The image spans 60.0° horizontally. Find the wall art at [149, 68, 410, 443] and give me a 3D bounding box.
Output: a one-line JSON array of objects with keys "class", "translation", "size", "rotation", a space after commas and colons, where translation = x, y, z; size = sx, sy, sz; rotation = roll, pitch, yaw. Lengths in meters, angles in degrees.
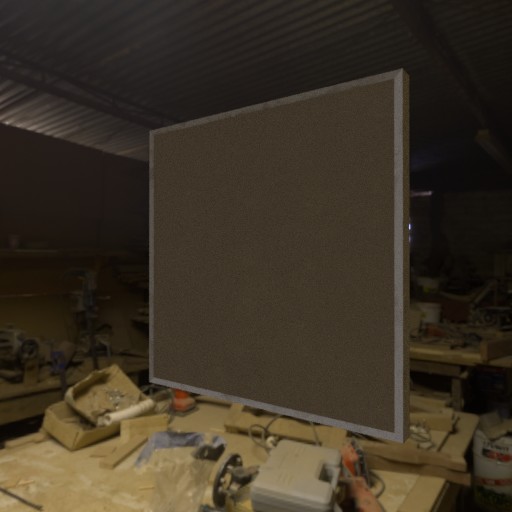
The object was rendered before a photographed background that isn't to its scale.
[{"class": "wall art", "translation": [0.000, 0.000, 0.757], "size": [0.508, 0.506, 0.029], "rotation": [0, 0, 36]}]
